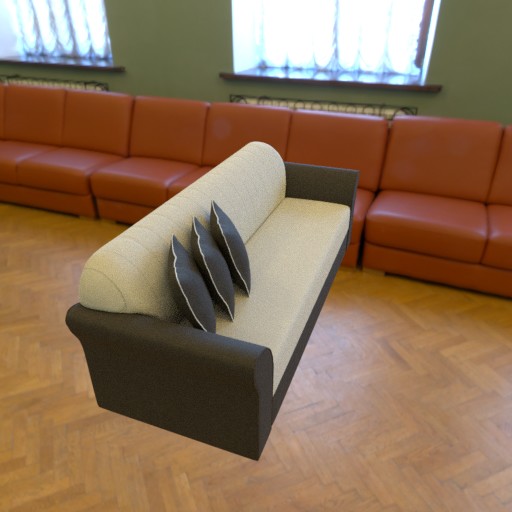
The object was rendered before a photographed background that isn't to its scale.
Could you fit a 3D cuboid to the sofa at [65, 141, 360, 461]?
[{"bbox_3d":[0.000,0.000,2.421,0.755,0.787,2.001,11,32,18],"label":"sofa"}]
